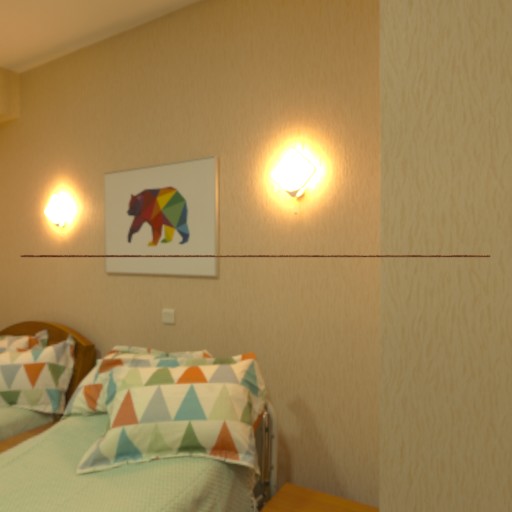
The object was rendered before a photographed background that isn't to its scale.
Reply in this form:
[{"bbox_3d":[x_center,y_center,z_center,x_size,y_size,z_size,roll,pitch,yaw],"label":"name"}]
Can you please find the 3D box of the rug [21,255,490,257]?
[{"bbox_3d":[0.000,0.000,2.667,2.435,0.011,0.750,0,0,-1],"label":"rug"}]
